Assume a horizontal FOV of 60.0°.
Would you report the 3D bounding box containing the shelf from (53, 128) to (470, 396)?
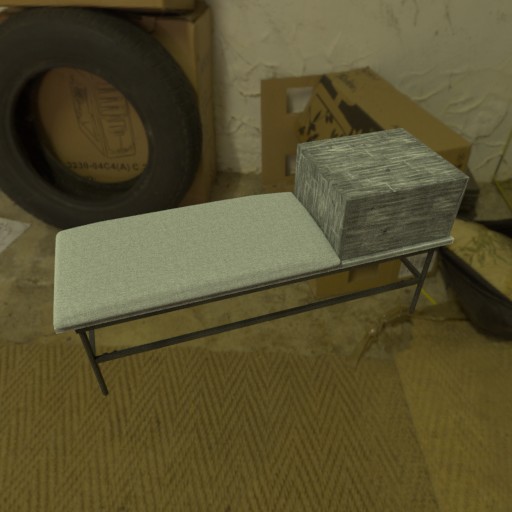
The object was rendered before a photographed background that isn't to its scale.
[{"bbox_3d":[0.000,0.000,1.619,1.342,0.633,0.457,-12,42,-14],"label":"shelf"}]
